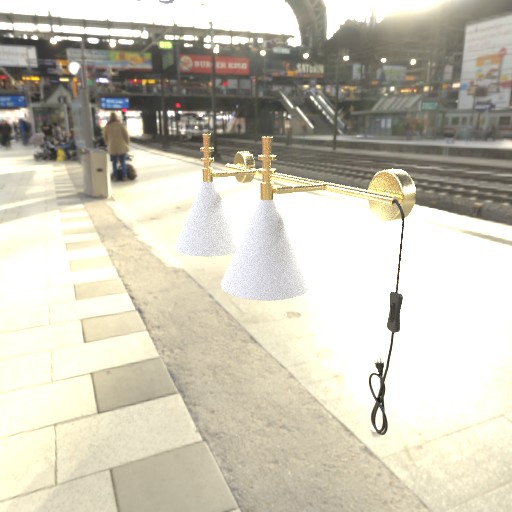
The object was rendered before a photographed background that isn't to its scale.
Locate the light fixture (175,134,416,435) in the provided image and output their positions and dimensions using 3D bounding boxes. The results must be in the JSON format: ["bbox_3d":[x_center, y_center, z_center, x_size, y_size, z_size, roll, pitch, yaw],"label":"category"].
[{"bbox_3d":[0.000,0.000,0.890,0.239,0.468,0.642,-8,18,-25],"label":"light fixture"}]
